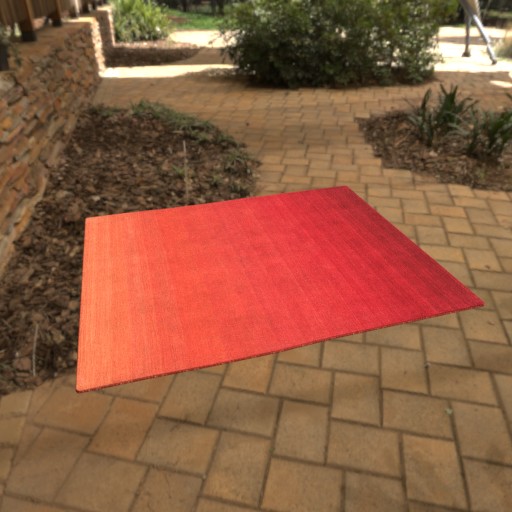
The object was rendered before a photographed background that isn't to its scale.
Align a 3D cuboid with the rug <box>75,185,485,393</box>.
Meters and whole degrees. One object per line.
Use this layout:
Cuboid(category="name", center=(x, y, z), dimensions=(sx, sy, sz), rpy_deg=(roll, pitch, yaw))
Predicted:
Cuboid(category="rug", center=(0.000, 0.000, 3.886), dimensions=(2.905, 0.028, 2.340), rpy_deg=(-9, 33, -14))
